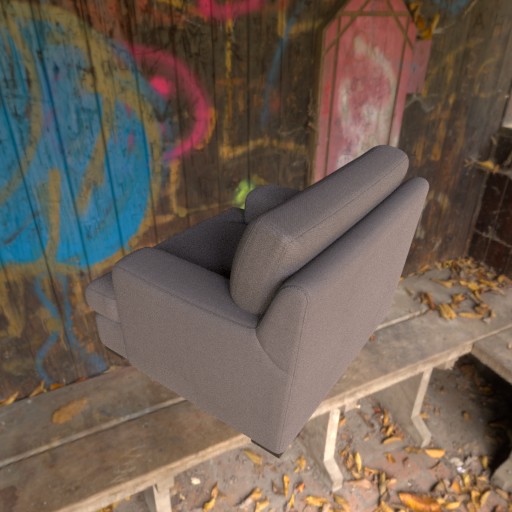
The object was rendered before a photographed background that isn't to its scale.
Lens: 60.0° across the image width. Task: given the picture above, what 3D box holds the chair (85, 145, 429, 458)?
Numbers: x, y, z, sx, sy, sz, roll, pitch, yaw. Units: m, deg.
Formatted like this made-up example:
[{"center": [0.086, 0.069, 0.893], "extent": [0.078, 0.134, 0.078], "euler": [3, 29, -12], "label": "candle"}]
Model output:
[{"center": [0.000, 0.000, 2.025], "extent": [1.143, 0.940, 1.168], "euler": [20, 35, 30], "label": "chair"}]
